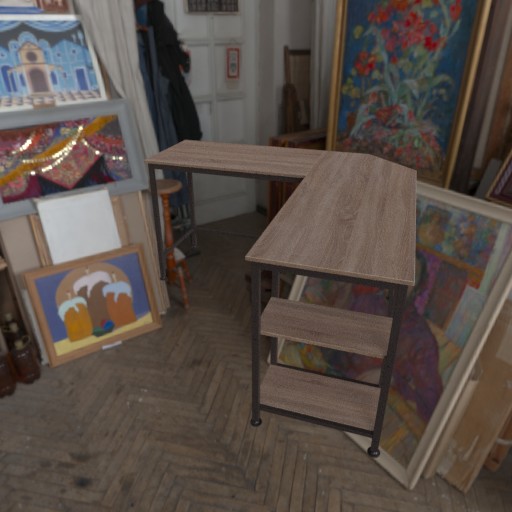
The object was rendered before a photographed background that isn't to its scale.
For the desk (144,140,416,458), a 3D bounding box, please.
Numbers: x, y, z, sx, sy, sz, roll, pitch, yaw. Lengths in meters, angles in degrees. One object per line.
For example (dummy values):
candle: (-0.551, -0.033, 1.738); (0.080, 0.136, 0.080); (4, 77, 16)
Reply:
desk: (0.000, 0.000, 2.177); (1.379, 0.739, 1.379); (9, 29, 16)
